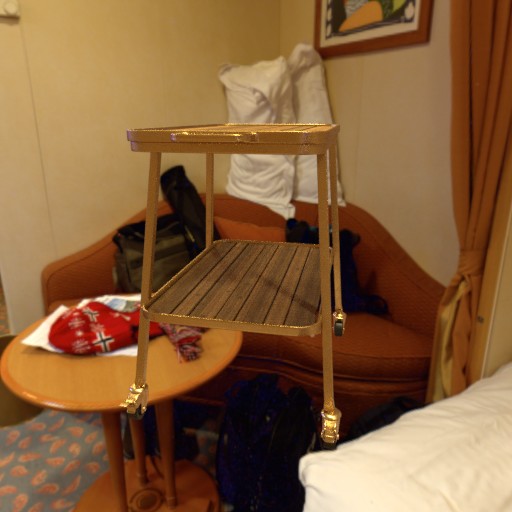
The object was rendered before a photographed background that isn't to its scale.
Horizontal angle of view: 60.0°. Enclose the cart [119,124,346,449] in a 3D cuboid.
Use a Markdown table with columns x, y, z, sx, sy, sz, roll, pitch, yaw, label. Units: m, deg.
| x | y | z | sx | sy | sz | roll | pitch | yaw | label |
| --- | --- | --- | --- | --- | --- | --- | --- | --- | --- |
| 0.000 | 0.000 | 1.248 | 0.524 | 0.700 | 0.806 | 4 | 18 | 12 | cart |
